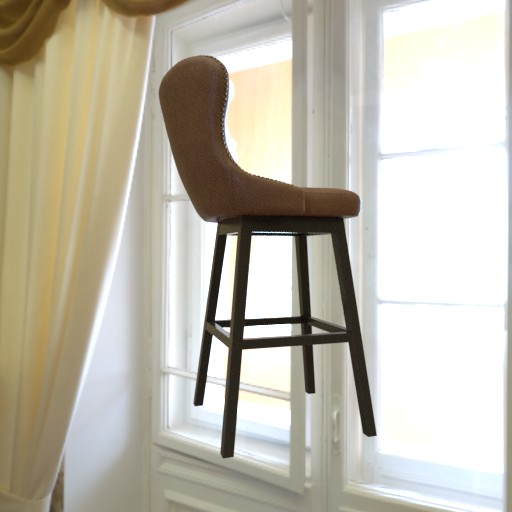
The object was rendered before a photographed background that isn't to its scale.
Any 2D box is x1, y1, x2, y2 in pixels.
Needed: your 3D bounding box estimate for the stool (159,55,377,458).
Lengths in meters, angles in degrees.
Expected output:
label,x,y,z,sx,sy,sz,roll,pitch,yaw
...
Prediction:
label,x,y,z,sx,sy,sz,roll,pitch,yaw
stool,0.000,0.000,1.408,0.601,1.050,0.528,0,1,-18
